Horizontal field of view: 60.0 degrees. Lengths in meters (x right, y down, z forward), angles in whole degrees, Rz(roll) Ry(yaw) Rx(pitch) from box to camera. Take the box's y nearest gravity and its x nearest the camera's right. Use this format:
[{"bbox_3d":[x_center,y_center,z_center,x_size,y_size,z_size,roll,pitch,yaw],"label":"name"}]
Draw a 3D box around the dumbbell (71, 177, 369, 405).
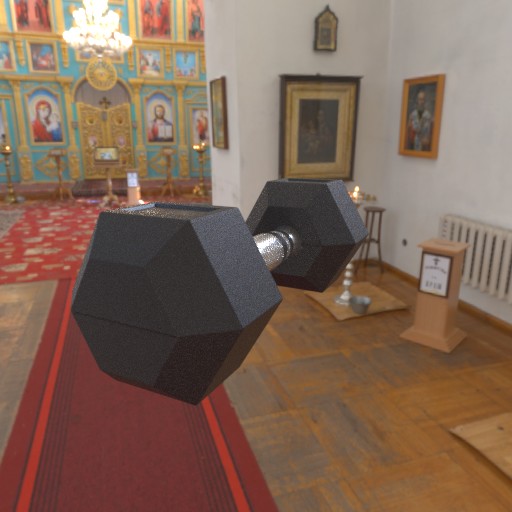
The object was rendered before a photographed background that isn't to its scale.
[{"bbox_3d":[0.000,0.000,0.420,0.141,0.123,0.356,7,16,26],"label":"dumbbell"}]
